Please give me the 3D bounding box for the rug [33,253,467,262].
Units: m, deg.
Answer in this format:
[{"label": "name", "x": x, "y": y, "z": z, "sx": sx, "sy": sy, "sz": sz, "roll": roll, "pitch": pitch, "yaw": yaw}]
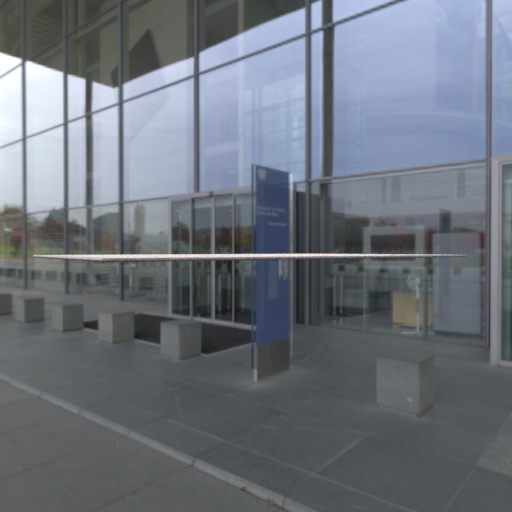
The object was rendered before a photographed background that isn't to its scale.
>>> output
[{"label": "rug", "x": 0.000, "y": 0.000, "z": 2.930, "sx": 2.438, "sy": 0.015, "sz": 1.524, "roll": 0, "pitch": 1, "yaw": -35}]
